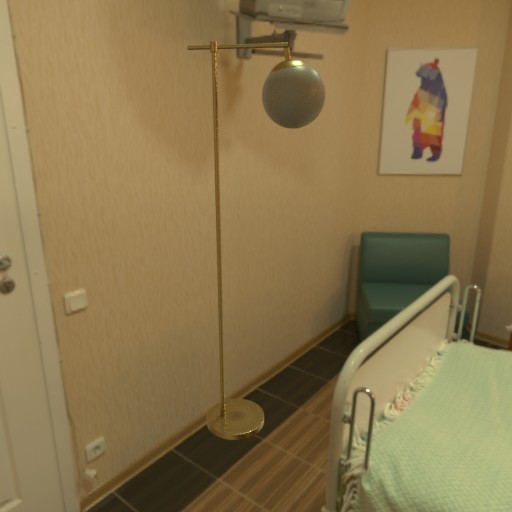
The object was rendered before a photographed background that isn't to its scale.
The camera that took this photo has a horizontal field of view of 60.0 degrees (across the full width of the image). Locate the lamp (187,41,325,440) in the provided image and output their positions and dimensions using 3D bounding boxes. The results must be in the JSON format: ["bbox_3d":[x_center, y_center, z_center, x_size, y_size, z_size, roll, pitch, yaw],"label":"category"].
[{"bbox_3d":[0.000,0.000,1.700,0.476,1.505,0.249,3,17,9],"label":"lamp"}]
